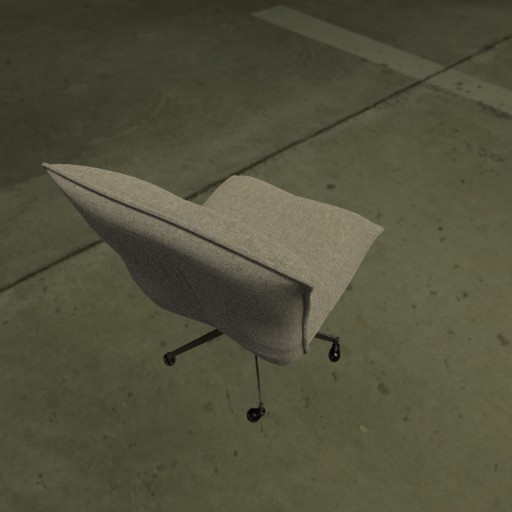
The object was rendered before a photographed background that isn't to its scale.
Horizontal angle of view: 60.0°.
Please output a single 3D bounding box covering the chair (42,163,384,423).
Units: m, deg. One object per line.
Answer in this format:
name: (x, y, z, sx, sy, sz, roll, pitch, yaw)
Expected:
chair: (0.000, 0.000, 1.256, 0.597, 0.811, 0.696, 23, 51, 21)
